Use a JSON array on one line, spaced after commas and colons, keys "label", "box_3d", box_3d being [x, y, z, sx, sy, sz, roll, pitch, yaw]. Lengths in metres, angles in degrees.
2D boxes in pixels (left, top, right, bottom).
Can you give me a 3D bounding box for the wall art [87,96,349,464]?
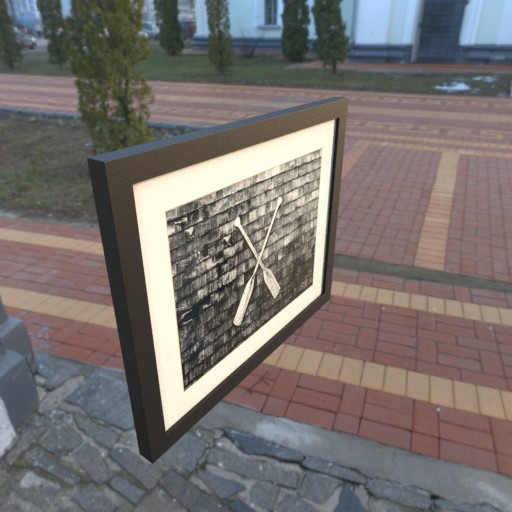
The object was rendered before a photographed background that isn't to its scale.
[{"label": "wall art", "box_3d": [0.000, 0.000, 0.761, 0.029, 0.457, 0.558, 19, 33, 32]}]
